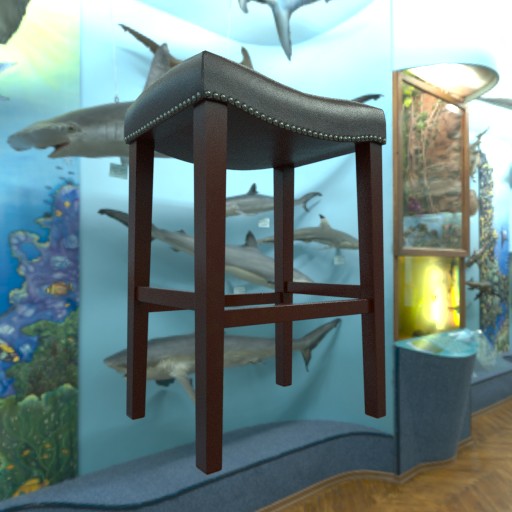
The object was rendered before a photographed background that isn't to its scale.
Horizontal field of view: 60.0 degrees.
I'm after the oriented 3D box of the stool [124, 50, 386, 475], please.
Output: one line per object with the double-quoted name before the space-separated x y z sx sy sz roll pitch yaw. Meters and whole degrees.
"stool" 0.000 0.000 1.031 0.504 0.742 0.372 1 -1 -37
